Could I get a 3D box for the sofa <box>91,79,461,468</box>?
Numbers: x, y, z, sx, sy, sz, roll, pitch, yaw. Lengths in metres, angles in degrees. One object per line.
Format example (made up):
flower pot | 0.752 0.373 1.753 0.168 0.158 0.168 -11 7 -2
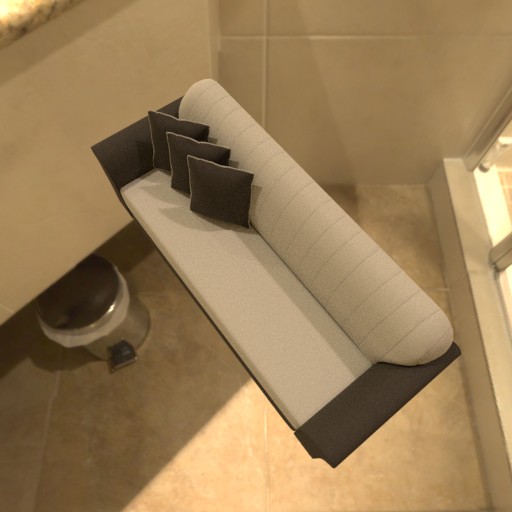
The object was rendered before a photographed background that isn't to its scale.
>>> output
sofa | 0.000 0.000 2.362 0.755 0.787 2.001 -35 70 -15
